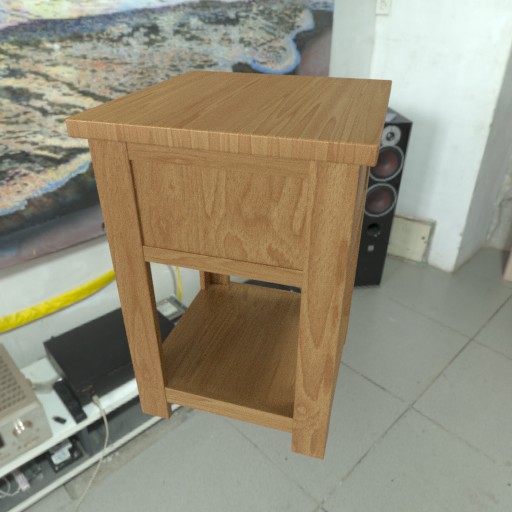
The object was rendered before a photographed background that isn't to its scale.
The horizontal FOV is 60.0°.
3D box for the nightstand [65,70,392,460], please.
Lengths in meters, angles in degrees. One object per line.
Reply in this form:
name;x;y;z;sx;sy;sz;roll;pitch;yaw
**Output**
nightstand;0.000;0.000;0.885;0.418;0.614;0.428;9;32;14
